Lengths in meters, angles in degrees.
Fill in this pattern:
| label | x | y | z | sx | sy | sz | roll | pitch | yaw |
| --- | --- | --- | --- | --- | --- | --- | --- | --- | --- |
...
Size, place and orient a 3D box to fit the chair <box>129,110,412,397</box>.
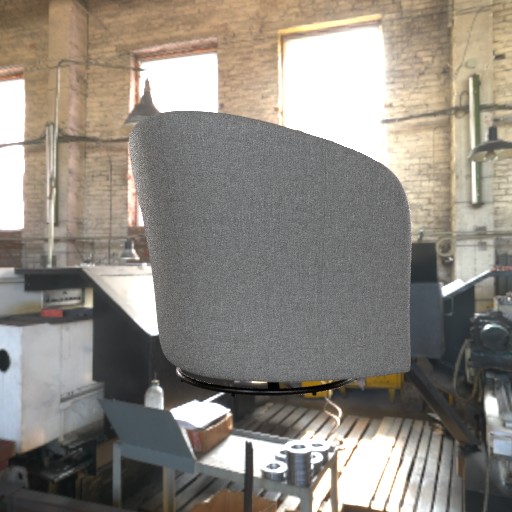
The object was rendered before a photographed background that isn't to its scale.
| label | x | y | z | sx | sy | sz | roll | pitch | yaw |
| --- | --- | --- | --- | --- | --- | --- | --- | --- | --- |
| chair | 0.000 | 0.000 | 1.470 | 0.815 | 0.771 | 0.791 | 0 | -1 | -18 |
